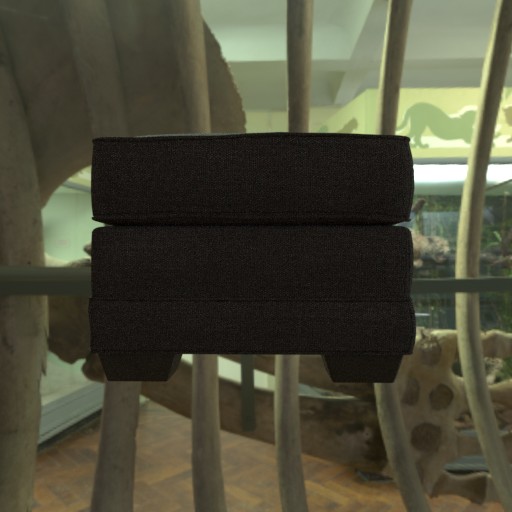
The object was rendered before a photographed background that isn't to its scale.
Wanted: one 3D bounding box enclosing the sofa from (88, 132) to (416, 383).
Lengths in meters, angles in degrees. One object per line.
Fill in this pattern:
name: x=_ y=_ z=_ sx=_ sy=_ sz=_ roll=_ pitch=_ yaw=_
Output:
sofa: x=0.000 y=0.000 z=1.175 sx=0.578 sy=0.457 sz=0.854 roll=0 pitch=-1 yaw=1
